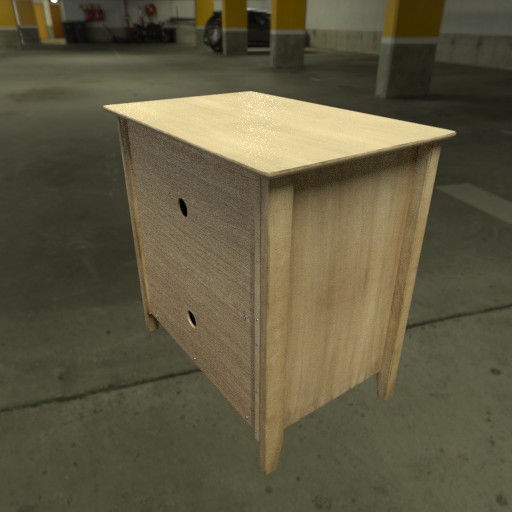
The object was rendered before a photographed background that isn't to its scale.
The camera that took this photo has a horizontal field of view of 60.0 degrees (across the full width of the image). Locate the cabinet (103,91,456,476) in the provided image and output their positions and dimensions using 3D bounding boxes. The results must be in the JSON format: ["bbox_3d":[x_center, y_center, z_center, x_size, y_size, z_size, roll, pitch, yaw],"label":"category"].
[{"bbox_3d":[0.000,0.000,1.251,0.503,0.762,0.763,-18,33,-31],"label":"cabinet"}]
